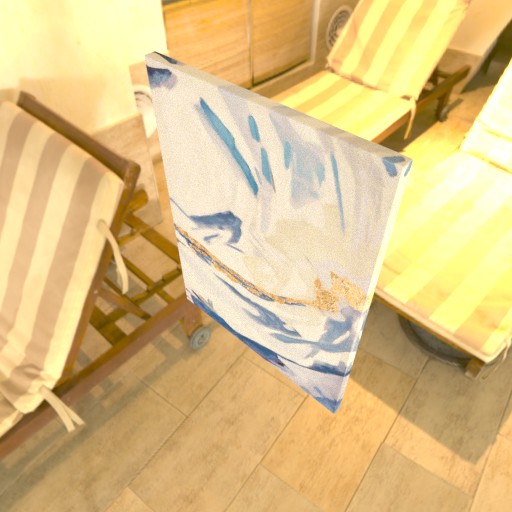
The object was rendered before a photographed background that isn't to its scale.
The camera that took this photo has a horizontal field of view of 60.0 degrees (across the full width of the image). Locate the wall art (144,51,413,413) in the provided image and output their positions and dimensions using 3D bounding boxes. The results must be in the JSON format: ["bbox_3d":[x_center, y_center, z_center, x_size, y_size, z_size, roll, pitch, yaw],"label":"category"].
[{"bbox_3d":[0.000,0.000,1.355,0.761,1.015,0.038,33,54,28],"label":"wall art"}]
